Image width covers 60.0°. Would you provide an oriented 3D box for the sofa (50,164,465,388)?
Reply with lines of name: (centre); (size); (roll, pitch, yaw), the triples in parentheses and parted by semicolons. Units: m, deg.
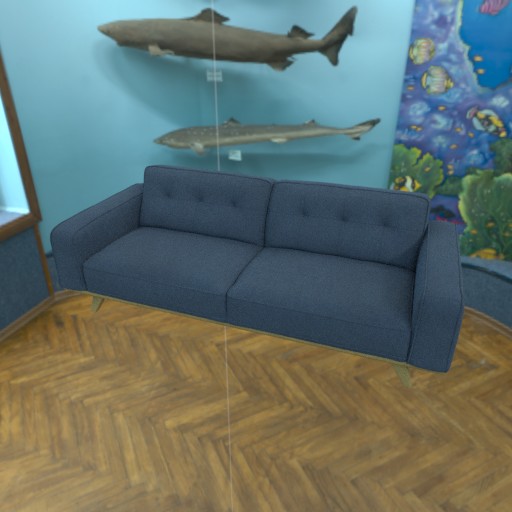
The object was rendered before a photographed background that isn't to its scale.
sofa: (0.000, 0.000, 2.700); (2.270, 0.782, 0.953); (10, 29, 18)
